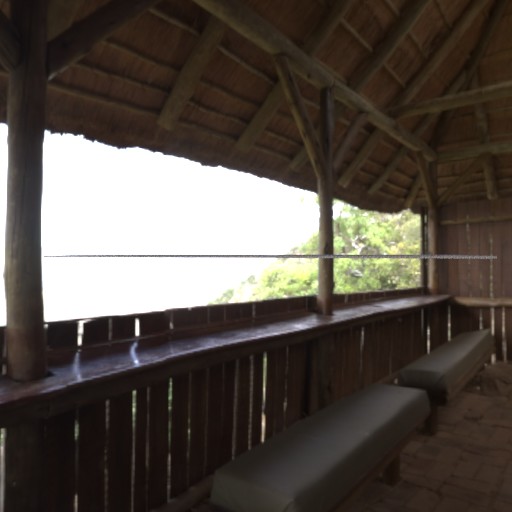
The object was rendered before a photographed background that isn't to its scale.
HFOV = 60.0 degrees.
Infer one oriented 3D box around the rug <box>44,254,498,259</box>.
[{"bbox_3d":[0.000,0.000,1.981,1.827,0.012,0.553,0,0,17],"label":"rug"}]
